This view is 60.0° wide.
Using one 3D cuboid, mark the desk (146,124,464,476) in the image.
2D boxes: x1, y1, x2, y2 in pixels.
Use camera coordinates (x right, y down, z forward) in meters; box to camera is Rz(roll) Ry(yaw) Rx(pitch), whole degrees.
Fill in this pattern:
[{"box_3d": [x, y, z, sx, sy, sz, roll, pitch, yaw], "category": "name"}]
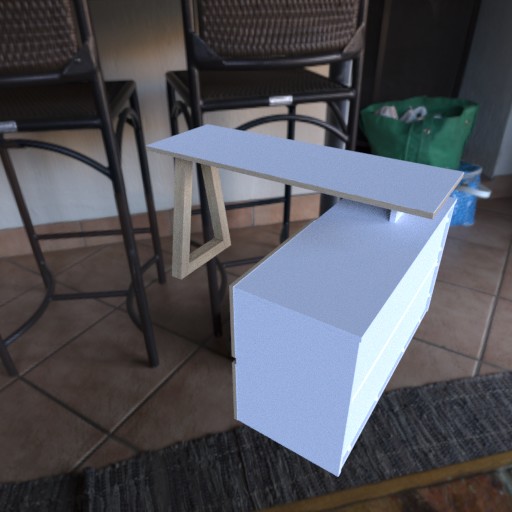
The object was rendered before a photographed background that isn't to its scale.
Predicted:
[{"box_3d": [0.000, 0.000, 2.027, 1.404, 0.755, 1.098, 19, 36, 28], "category": "desk"}]
